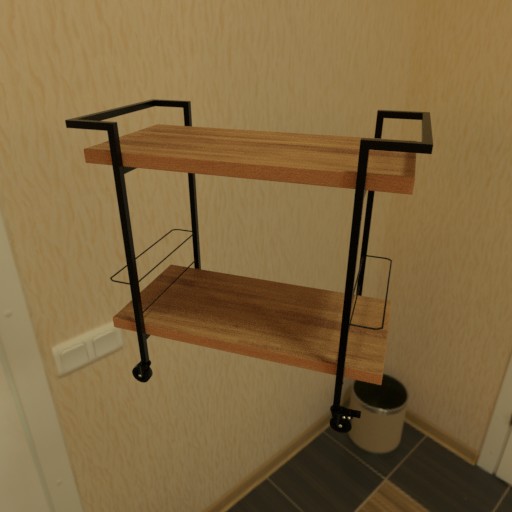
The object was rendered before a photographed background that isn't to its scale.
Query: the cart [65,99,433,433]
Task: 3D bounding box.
[{"bbox_3d":[0.000,0.000,1.251,0.806,0.762,0.406,9,28,17],"label":"cart"}]
